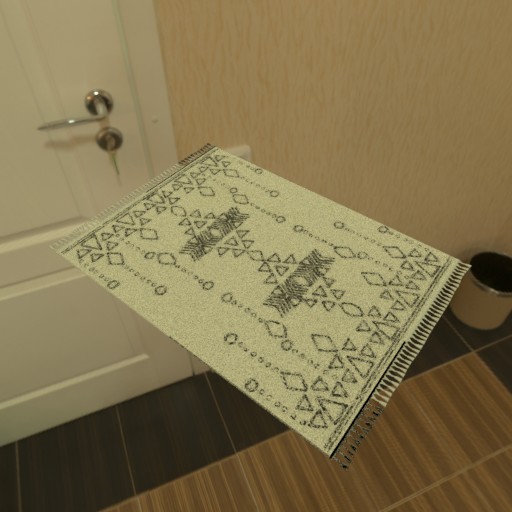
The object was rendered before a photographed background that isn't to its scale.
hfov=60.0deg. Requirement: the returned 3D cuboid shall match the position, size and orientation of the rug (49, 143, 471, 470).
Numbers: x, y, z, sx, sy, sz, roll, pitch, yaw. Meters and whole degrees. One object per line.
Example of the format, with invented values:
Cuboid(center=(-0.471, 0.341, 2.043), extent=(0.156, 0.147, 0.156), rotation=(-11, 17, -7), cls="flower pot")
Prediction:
Cuboid(center=(0.000, 0.000, 2.941), extent=(2.312, 0.013, 1.600), rotation=(30, 54, 25), cls="rug")
